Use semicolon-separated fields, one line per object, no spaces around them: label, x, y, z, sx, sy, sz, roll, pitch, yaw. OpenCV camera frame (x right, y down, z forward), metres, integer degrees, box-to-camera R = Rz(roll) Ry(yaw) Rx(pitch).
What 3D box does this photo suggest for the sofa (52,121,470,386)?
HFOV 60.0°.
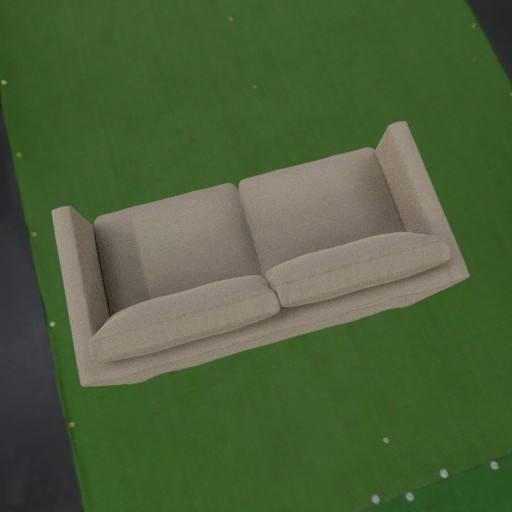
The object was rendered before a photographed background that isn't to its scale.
sofa;0.000;0.000;2.516;1.987;0.847;0.956;-15;75;-4
